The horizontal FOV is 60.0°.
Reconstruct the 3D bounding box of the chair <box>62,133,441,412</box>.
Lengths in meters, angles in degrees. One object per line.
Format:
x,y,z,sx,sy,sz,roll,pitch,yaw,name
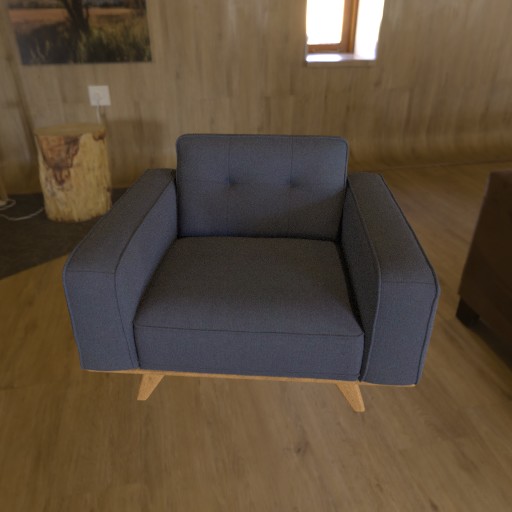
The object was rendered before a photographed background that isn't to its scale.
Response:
0.000,0.000,1.738,1.118,0.783,0.953,2,29,3,chair
